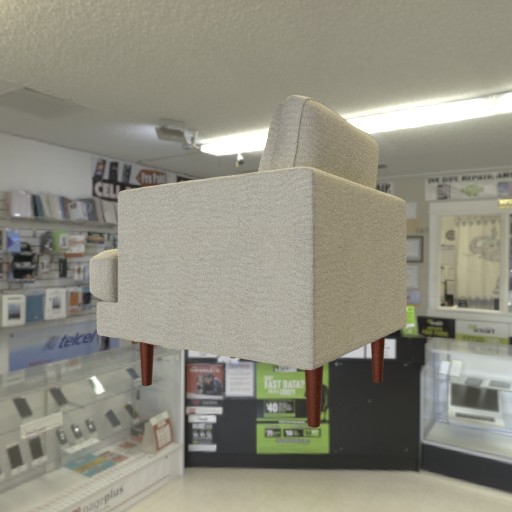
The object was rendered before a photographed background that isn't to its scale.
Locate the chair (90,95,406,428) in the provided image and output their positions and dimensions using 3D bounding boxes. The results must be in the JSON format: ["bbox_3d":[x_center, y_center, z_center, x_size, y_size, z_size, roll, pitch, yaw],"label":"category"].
[{"bbox_3d":[0.000,0.000,1.679,0.899,0.957,0.858,0,0,35],"label":"chair"}]
